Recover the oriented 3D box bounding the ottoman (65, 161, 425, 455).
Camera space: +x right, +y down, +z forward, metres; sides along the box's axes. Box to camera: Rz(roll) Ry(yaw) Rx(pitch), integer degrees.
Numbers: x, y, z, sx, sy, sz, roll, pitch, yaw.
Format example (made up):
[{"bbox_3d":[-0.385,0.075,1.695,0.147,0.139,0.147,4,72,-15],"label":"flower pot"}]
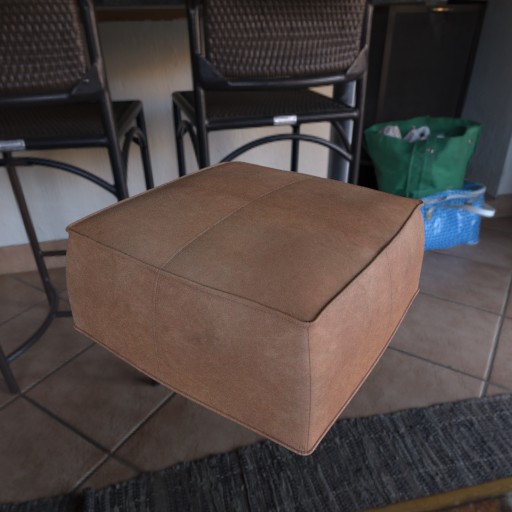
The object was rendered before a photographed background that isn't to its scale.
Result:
[{"bbox_3d":[0.000,0.000,1.426,0.902,0.395,0.901,18,34,30],"label":"ottoman"}]
